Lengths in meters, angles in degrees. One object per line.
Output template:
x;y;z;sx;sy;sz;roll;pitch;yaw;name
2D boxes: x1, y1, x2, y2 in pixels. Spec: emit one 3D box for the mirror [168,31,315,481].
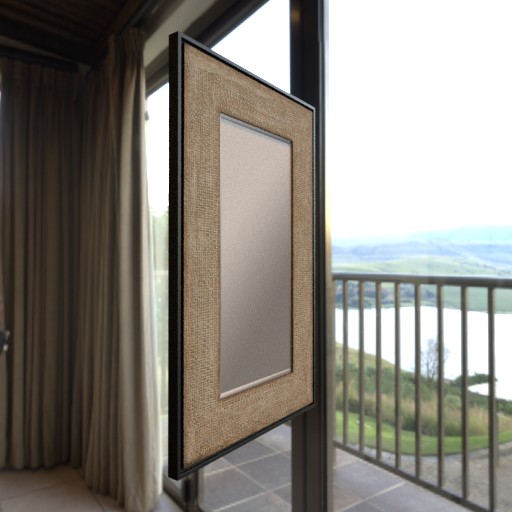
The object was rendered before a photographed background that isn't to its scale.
0.000;0.000;1.517;0.038;1.219;0.762;0;-1;37;mirror
